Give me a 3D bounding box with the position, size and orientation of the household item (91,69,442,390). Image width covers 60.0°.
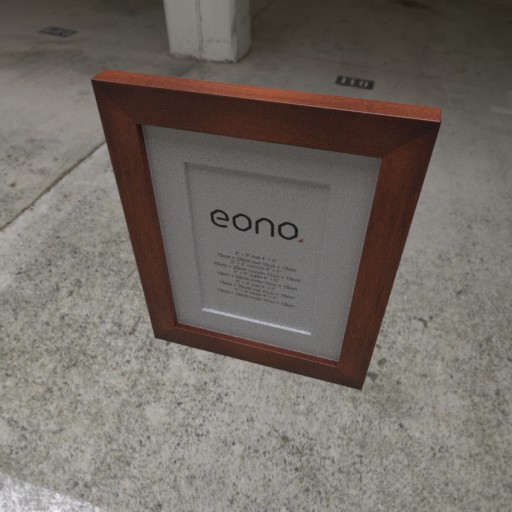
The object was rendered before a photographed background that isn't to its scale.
[{"bbox_3d":[0.000,0.000,0.334,0.200,0.250,0.020,11,43,12],"label":"household item"}]
